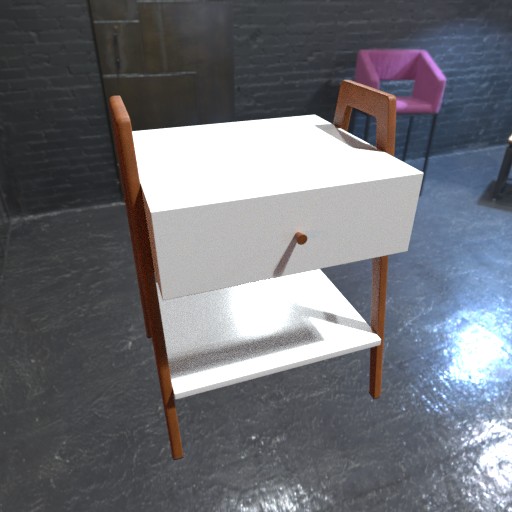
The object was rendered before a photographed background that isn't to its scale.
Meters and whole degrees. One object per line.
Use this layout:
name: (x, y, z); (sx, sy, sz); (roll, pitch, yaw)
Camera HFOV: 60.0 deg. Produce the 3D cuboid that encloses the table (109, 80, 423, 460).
table: (0.000, 0.000, 0.884); (0.457, 0.610, 0.405); (-10, 33, -16)
